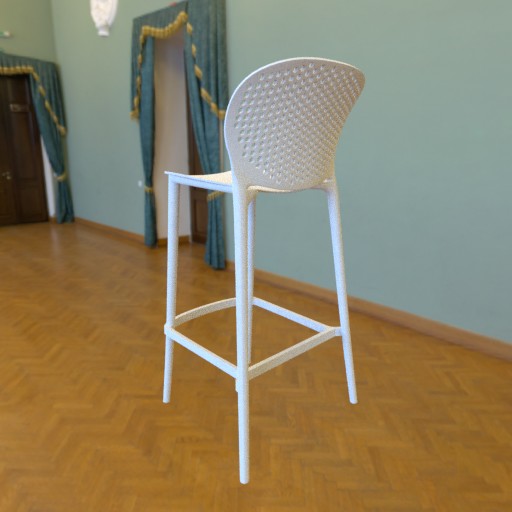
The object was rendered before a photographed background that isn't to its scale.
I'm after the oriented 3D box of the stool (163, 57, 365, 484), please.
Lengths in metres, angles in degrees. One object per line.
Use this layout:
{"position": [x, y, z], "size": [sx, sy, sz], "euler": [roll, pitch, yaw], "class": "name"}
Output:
{"position": [0.000, 0.000, 1.351], "size": [0.536, 1.045, 0.535], "euler": [-14, 20, -43], "class": "stool"}
